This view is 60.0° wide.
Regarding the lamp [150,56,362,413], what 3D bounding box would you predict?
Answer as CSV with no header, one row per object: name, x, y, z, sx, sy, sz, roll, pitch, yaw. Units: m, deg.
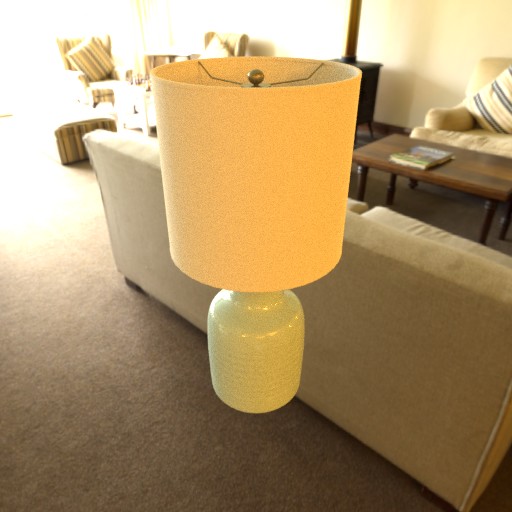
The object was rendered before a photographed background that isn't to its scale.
lamp,0.000,0.000,1.111,0.418,0.871,0.418,-1,31,-2
